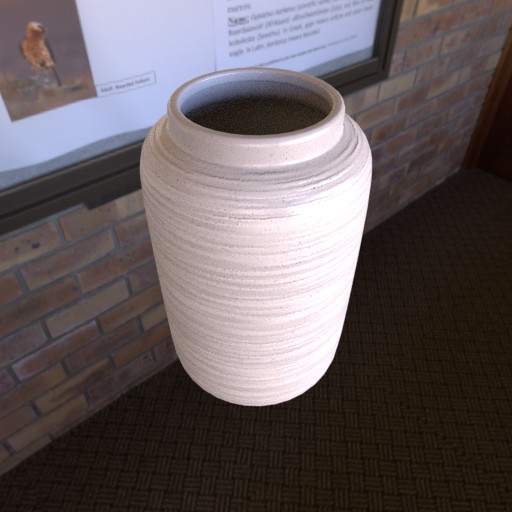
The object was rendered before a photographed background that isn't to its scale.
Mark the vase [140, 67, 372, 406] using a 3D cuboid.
[{"bbox_3d":[0.000,0.000,0.460,0.202,0.335,0.202,0,42,0],"label":"vase"}]
